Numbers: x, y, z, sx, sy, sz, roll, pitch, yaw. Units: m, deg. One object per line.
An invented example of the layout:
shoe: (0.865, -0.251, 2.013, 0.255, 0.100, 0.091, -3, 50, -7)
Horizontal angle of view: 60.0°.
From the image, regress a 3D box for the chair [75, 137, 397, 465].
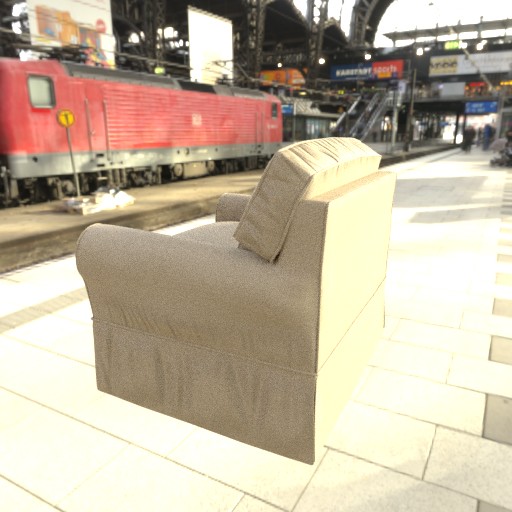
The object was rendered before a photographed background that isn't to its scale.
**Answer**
chair: (0.000, 0.000, 1.804, 0.903, 0.937, 1.096, 8, 18, 26)
